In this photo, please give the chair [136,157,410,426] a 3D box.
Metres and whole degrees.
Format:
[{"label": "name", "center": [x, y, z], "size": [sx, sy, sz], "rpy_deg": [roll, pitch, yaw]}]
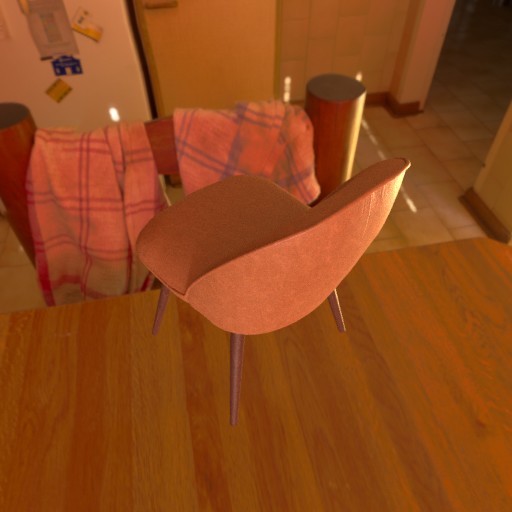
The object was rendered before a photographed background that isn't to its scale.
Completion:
[{"label": "chair", "center": [0.000, 0.000, 1.237], "size": [0.521, 0.831, 0.631], "rpy_deg": [-33, 55, -27]}]
